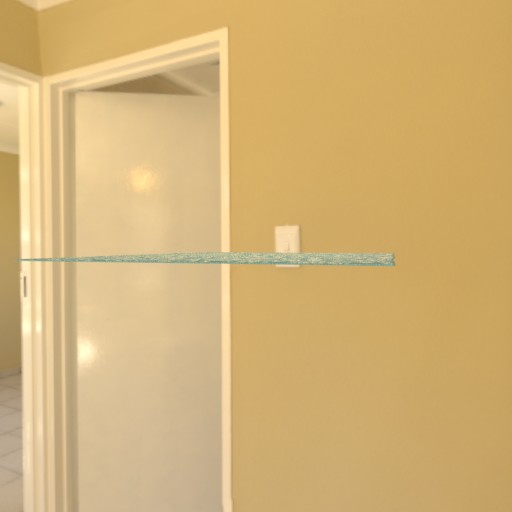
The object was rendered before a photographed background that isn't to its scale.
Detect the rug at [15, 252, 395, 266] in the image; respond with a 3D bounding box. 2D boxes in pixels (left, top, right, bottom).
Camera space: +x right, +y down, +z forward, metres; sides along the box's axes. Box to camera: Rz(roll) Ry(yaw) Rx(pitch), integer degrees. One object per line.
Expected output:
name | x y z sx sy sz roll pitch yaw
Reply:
rug | 0.000 0.000 3.948 2.363 0.012 2.980 0 1 17
